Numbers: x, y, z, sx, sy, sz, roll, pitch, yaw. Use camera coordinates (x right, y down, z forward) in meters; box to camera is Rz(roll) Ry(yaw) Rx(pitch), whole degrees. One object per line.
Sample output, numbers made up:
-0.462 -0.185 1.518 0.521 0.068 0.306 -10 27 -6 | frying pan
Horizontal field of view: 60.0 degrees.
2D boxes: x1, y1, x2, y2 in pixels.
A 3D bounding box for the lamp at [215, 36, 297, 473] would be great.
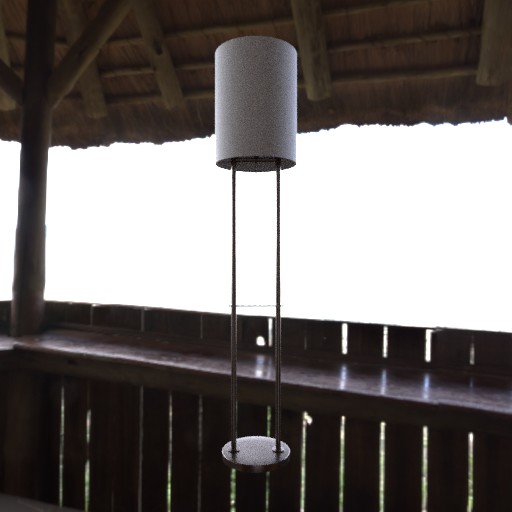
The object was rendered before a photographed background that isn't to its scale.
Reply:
0.000 0.000 1.659 0.306 1.500 0.305 0 0 0 | lamp
